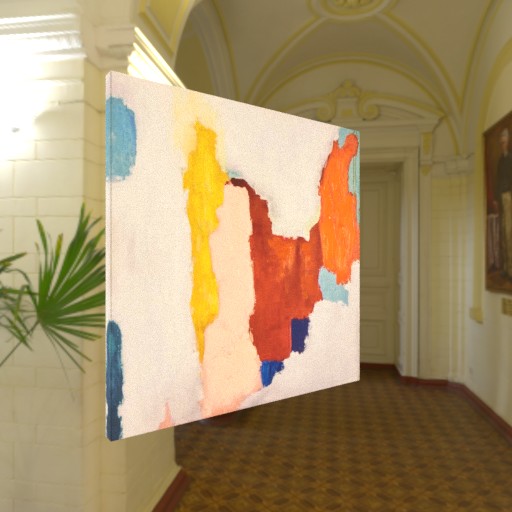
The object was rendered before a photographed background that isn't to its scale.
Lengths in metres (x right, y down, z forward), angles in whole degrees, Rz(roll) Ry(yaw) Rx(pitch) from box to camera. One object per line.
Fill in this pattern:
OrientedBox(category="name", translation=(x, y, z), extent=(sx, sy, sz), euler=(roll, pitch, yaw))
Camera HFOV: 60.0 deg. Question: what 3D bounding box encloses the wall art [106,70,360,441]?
OrientedBox(category="wall art", translation=(0.000, 0.000, 1.224), extent=(0.814, 0.814, 0.037), euler=(0, 0, -36))
